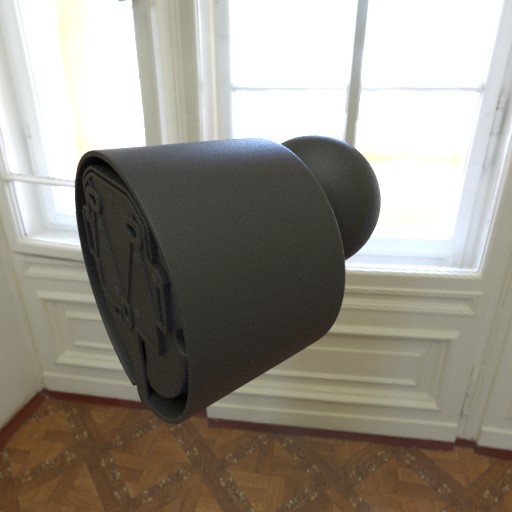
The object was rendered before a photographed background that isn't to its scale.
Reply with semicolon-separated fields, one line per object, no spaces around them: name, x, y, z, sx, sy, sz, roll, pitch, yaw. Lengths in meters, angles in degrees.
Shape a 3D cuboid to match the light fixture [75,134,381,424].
light fixture;0.000;0.000;0.258;0.160;0.143;0.134;-18;32;-32
